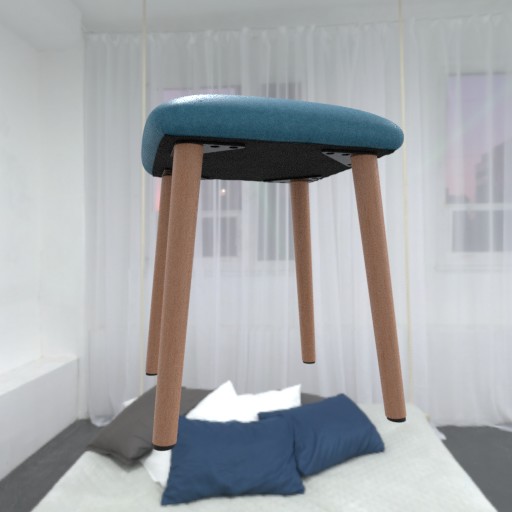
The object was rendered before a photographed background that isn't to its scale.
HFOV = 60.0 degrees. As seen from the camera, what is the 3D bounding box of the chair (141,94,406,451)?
[{"bbox_3d":[0.000,0.000,0.723,0.360,0.450,0.360,0,1,-16],"label":"chair"}]
